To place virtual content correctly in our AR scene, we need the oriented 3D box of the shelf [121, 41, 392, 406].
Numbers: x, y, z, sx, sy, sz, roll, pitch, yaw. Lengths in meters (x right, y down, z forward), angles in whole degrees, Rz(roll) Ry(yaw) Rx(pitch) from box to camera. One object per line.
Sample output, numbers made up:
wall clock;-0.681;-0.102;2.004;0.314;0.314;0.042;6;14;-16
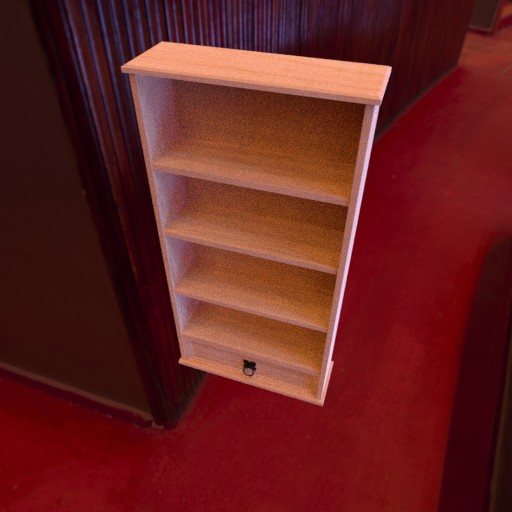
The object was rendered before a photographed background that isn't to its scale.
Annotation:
shelf;0.000;0.000;1.237;0.520;1.030;0.175;13;43;14
